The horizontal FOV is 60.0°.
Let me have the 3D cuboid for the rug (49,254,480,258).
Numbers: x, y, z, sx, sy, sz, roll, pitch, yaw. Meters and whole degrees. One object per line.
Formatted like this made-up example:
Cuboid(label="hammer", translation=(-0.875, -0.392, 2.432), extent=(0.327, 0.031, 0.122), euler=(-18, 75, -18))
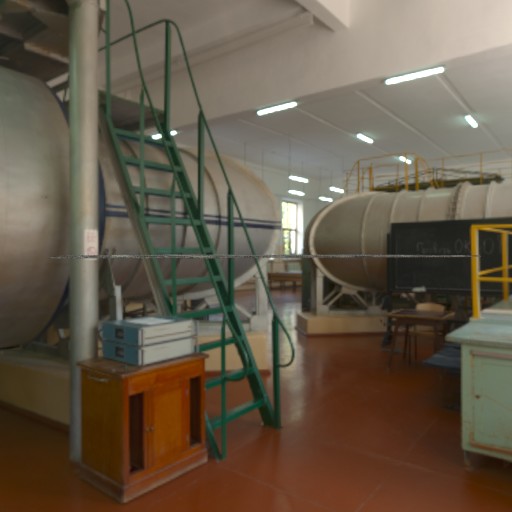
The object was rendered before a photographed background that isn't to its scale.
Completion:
Cuboid(label="rug", translation=(0.000, 0.000, 3.071), extent=(2.434, 0.015, 1.520), euler=(0, 0, -18))
